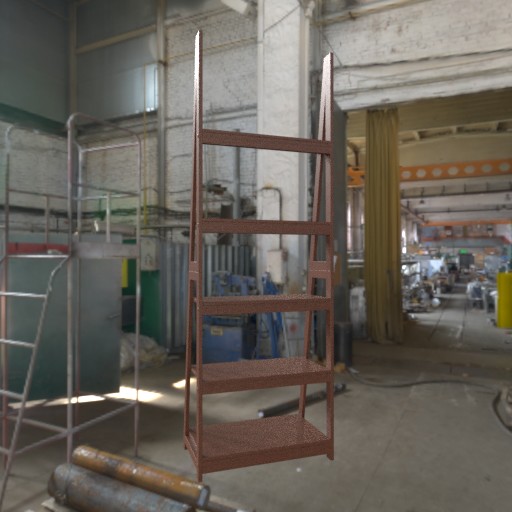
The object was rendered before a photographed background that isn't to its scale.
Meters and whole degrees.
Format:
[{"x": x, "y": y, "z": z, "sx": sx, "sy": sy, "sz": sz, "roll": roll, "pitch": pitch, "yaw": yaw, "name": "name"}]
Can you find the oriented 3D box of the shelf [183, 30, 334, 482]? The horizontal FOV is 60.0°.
[{"x": 0.000, "y": 0.000, "z": 1.995, "sx": 0.600, "sy": 1.770, "sz": 0.350, "roll": 0, "pitch": 0, "yaw": -19, "name": "shelf"}]
